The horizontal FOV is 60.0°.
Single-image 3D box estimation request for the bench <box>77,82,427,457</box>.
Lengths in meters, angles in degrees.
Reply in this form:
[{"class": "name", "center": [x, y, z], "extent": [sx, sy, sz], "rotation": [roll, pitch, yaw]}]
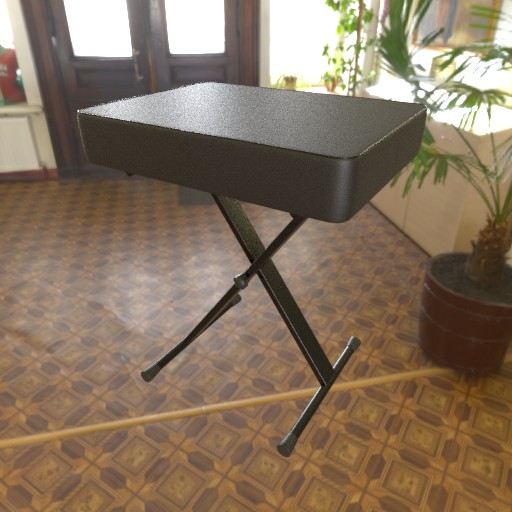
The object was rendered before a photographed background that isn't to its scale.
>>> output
[{"class": "bench", "center": [0.000, 0.000, 0.772], "extent": [0.424, 0.500, 0.321], "rotation": [17, 34, 28]}]
